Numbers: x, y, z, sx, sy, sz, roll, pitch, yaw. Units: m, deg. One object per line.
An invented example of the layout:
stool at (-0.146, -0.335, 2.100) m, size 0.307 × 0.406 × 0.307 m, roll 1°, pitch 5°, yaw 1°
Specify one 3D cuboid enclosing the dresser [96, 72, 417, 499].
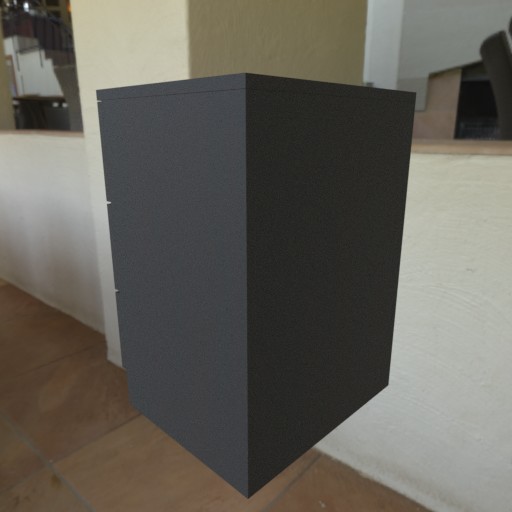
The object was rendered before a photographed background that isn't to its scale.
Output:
dresser at (0.000, 0.000, 0.803) m, size 0.360 × 0.560 × 0.400 m, roll 15°, pitch 22°, yaw 42°
